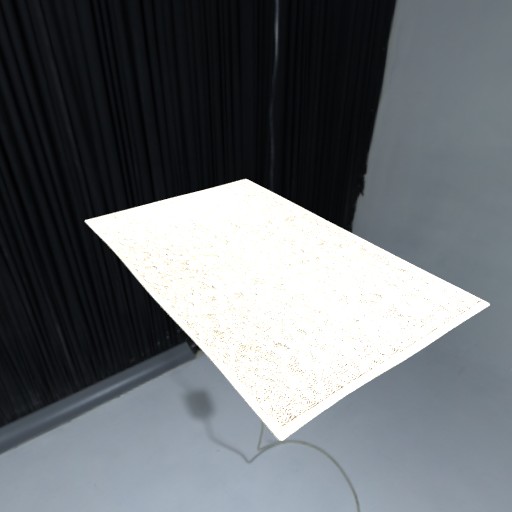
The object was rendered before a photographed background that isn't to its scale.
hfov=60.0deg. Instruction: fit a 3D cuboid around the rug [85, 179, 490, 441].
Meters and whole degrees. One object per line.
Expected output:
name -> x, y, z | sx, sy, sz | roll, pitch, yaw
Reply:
rug -> 0.000, 0.000, 2.975 | 1.529, 0.012, 2.435 | -20, 36, -30
